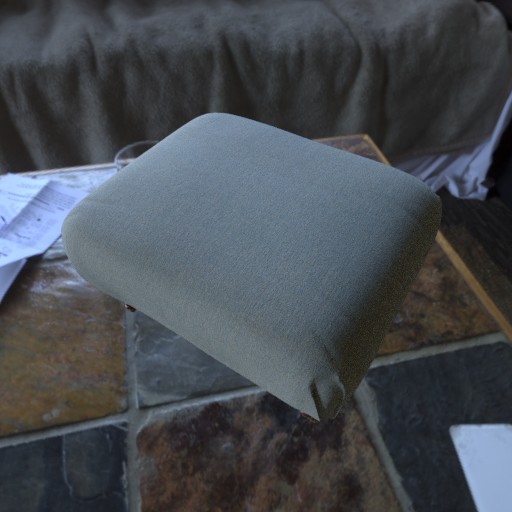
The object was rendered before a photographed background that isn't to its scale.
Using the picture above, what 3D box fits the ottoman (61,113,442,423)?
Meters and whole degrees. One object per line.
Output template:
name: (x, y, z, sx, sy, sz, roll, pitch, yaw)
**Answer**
ottoman: (0.000, 0.000, 1.134, 0.747, 0.450, 0.622, 25, 53, 21)
